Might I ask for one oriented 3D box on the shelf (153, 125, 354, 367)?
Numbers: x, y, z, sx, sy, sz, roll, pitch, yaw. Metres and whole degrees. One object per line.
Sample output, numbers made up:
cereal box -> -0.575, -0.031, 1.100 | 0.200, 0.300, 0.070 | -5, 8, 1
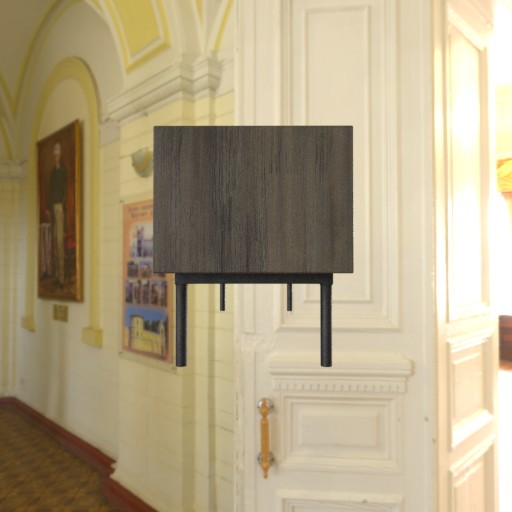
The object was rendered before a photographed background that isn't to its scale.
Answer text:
shelf -> 0.000, 0.000, 1.521 | 0.400, 0.495, 1.300 | 0, -1, 0
